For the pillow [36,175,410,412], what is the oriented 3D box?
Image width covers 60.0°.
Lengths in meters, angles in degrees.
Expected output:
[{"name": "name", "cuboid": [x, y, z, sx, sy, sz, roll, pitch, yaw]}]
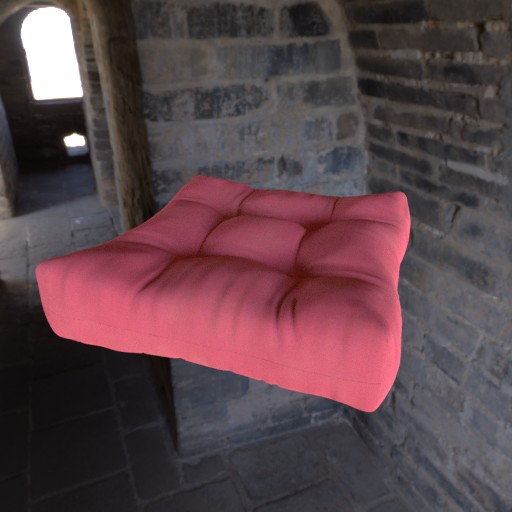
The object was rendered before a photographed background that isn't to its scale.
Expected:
[{"name": "pillow", "cuboid": [0.000, 0.000, 0.721, 0.468, 0.128, 0.490, 8, 27, 17]}]
